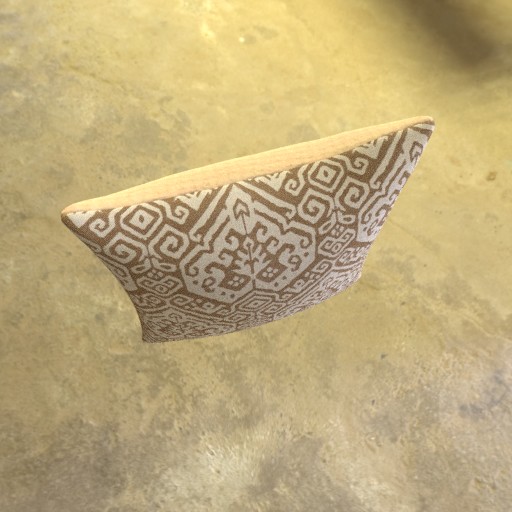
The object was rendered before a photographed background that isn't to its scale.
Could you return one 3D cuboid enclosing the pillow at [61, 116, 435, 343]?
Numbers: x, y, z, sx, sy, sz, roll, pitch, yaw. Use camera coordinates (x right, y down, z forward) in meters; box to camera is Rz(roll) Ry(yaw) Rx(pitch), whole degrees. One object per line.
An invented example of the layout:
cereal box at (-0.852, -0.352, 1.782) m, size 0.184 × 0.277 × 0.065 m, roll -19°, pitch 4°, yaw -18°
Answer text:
pillow at (0.000, 0.000, 0.639) m, size 0.419 × 0.407 × 0.173 m, roll -16°, pitch 63°, yaw -8°
